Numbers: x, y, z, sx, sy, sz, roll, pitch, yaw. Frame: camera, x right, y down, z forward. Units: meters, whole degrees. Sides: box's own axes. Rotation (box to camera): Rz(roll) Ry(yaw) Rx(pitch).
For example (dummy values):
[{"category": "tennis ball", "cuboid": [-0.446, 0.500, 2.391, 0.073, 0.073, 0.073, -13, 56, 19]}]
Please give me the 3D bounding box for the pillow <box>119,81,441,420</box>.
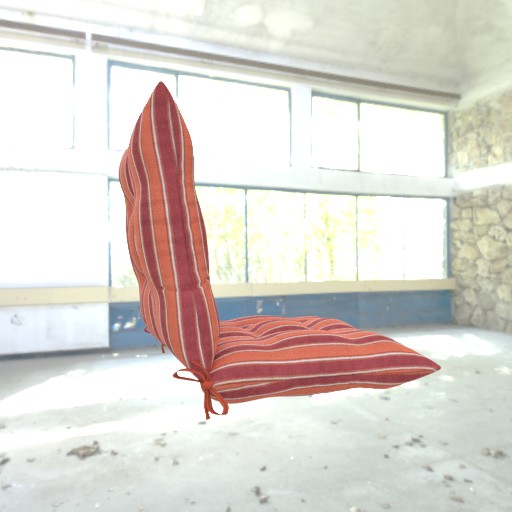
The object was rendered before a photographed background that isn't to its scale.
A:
[{"category": "pillow", "cuboid": [0.000, 0.000, 0.986, 0.585, 0.536, 0.541, 0, 0, -20]}]
